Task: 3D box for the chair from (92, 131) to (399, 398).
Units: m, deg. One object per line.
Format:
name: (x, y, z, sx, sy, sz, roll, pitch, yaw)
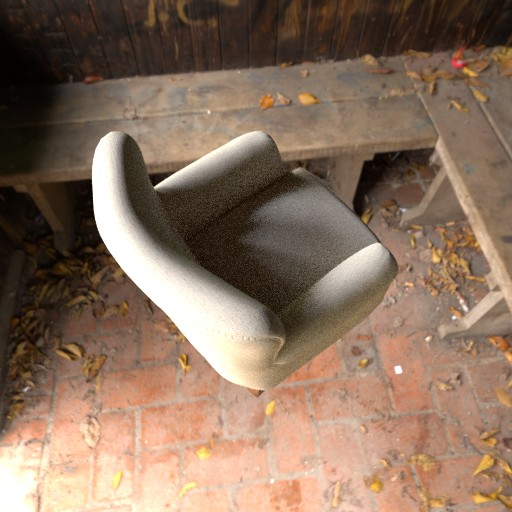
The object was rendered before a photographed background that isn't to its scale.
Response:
chair: (0.000, 0.000, 1.670, 0.921, 0.936, 0.861, -31, 63, -18)
